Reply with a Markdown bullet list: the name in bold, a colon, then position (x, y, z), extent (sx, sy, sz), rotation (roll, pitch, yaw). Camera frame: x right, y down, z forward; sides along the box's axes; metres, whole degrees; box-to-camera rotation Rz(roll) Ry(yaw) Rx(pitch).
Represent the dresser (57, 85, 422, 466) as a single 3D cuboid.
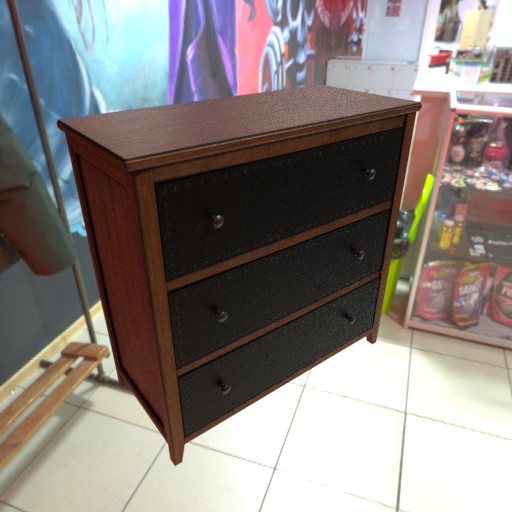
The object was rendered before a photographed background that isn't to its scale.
- **dresser**: position (0.000, 0.000, 1.924), extent (1.250, 1.224, 0.591), rotation (-21, 35, -32)
